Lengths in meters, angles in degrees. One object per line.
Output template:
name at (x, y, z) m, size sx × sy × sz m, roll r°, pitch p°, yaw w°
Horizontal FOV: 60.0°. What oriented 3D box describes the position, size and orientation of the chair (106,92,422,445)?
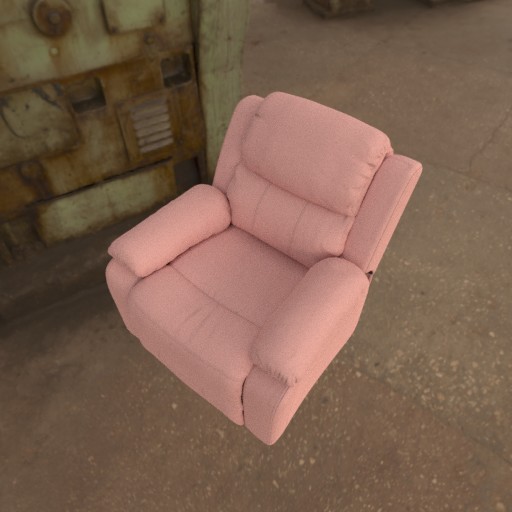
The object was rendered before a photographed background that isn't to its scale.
chair at (0.000, 0.000, 1.317) m, size 0.680 × 0.702 × 0.709 m, roll 31°, pitch 55°, yaw 25°
